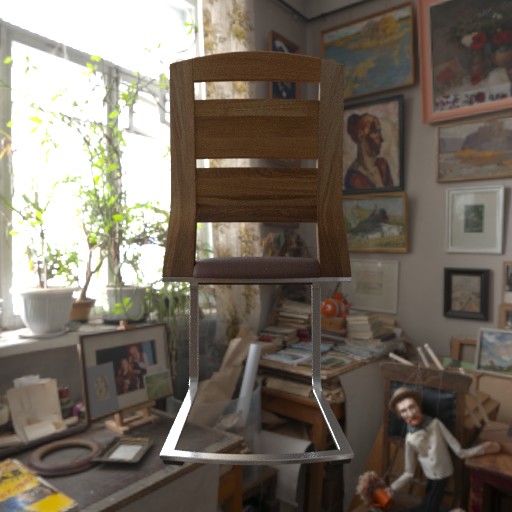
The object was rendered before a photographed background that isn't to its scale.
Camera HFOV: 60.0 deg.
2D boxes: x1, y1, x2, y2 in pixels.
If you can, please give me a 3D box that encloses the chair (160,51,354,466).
[{"bbox_3d":[0.000,0.000,1.289,0.460,0.970,0.570,0,1,-1],"label":"chair"}]
